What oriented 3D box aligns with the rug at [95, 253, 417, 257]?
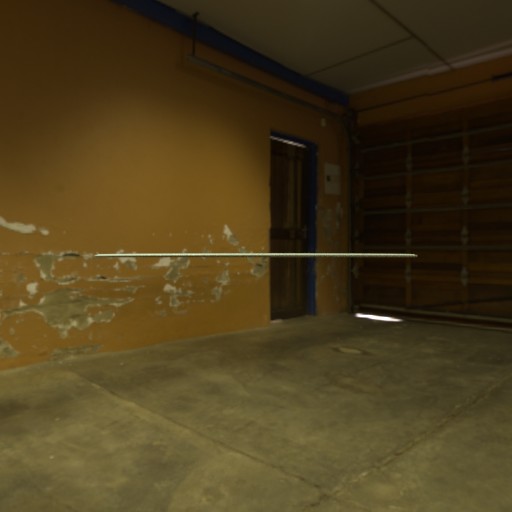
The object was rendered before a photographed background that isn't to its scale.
[{"bbox_3d":[0.000,0.000,2.325,1.593,0.012,1.593,0,0,0],"label":"rug"}]
